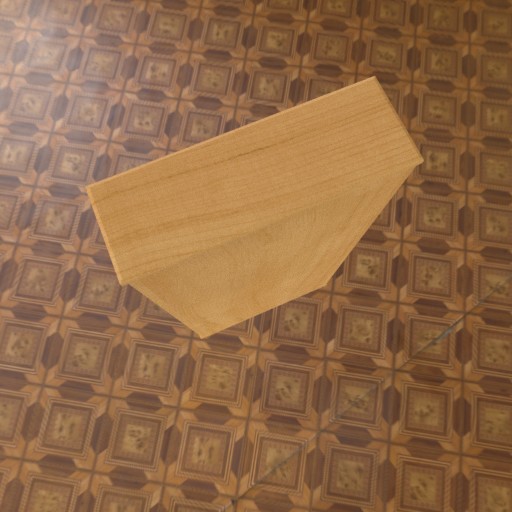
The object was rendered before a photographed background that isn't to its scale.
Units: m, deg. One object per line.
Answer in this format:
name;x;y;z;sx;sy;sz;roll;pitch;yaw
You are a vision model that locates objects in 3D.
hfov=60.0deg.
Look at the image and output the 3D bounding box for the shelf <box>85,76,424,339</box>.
shelf;0.000;0.000;1.208;0.520;1.030;0.175;-23;76;-6
